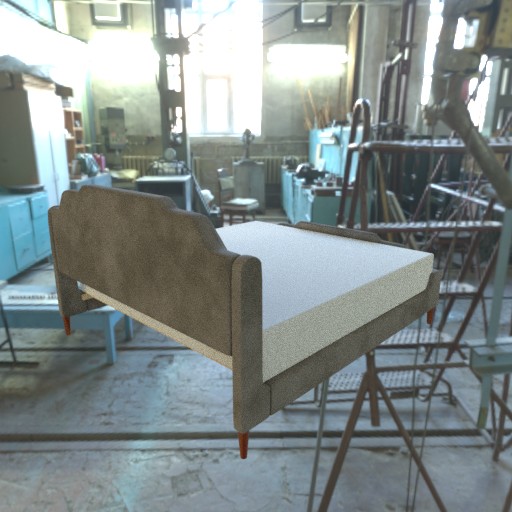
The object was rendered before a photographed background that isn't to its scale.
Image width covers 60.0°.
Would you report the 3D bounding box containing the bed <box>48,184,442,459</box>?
[{"bbox_3d":[0.000,0.000,3.503,2.074,1.245,2.340,15,21,42],"label":"bed"}]
